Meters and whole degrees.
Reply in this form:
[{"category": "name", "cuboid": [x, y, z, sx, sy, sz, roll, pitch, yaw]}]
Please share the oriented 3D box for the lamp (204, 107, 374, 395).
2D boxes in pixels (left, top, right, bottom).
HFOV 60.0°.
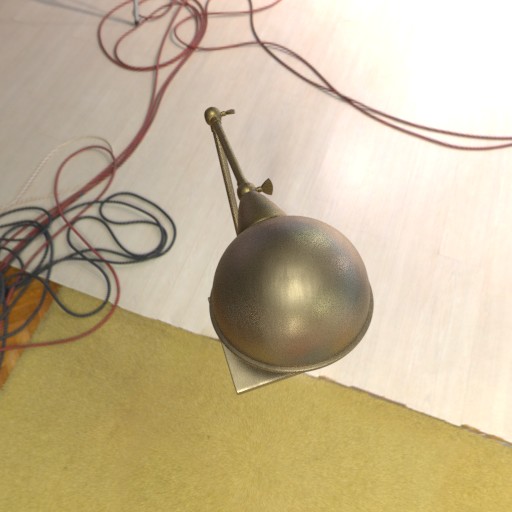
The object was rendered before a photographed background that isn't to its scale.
[{"category": "lamp", "cuboid": [0.000, 0.000, 0.544, 0.149, 0.371, 0.339, -17, 66, -8]}]
